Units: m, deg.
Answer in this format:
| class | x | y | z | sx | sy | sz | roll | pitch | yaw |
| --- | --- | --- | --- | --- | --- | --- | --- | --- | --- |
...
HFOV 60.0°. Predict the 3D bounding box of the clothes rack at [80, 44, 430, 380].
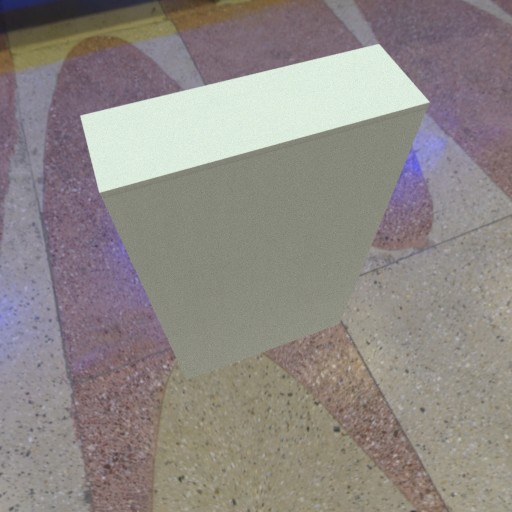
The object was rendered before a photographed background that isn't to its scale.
| class | x | y | z | sx | sy | sz | roll | pitch | yaw |
| --- | --- | --- | --- | --- | --- | --- | --- | --- | --- |
| clothes rack | 0.000 | 0.000 | 1.543 | 0.750 | 1.280 | 0.250 | -18 | 60 | -11 |
